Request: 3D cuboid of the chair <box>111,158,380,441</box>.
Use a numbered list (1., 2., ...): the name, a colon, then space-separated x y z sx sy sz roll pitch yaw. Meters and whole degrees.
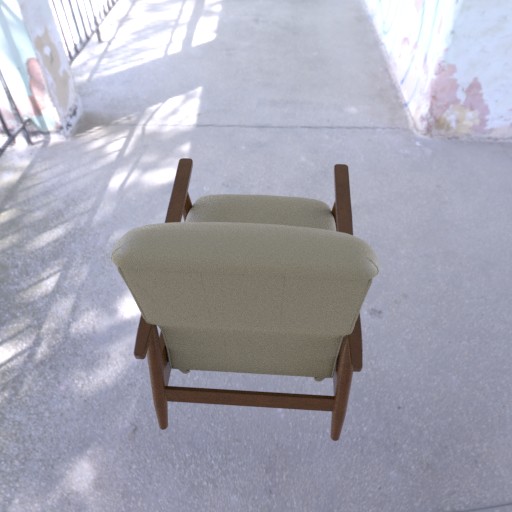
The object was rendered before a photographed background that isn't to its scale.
1. chair: 0.000 0.000 1.729 0.762 1.082 1.014 3 47 2
